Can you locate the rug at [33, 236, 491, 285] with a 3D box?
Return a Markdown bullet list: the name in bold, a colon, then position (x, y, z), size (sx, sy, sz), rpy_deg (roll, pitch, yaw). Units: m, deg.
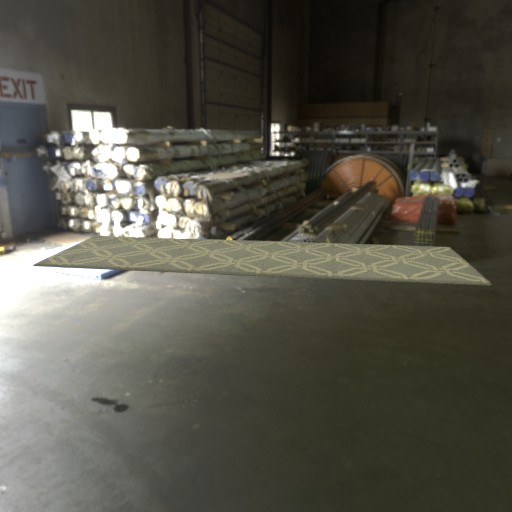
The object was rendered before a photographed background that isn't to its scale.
- **rug**: position (0.000, 0.000, 2.502), size (2.276, 0.014, 0.678), rpy_deg (2, 16, 7)
